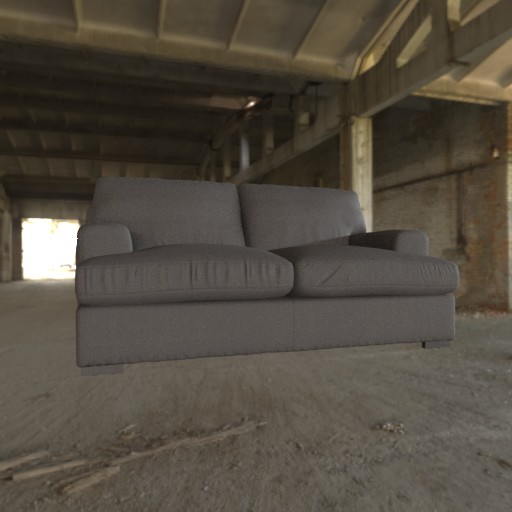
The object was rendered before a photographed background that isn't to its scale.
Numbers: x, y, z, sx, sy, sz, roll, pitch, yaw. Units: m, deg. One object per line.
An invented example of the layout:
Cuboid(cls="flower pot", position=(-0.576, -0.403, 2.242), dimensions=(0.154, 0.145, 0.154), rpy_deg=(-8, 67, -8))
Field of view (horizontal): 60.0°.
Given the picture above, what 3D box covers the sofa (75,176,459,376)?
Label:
Cuboid(cls="sofa", position=(0.000, 0.000, 2.486), dimensions=(1.880, 0.940, 1.143), rpy_deg=(0, 0, -18))
